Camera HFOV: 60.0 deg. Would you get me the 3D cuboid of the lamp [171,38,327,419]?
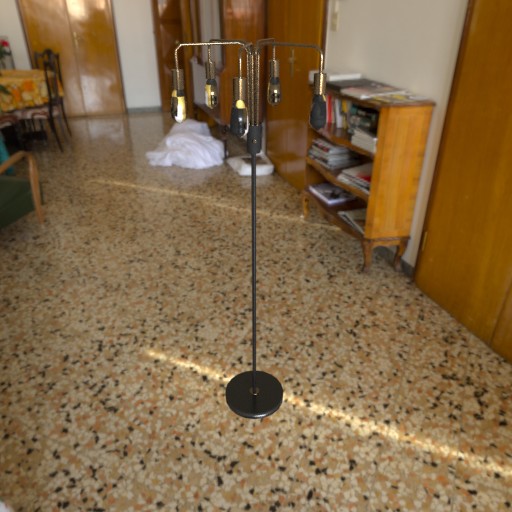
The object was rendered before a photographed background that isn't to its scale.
[{"bbox_3d":[0.000,0.000,1.967,0.599,1.721,0.572,19,34,30],"label":"lamp"}]
